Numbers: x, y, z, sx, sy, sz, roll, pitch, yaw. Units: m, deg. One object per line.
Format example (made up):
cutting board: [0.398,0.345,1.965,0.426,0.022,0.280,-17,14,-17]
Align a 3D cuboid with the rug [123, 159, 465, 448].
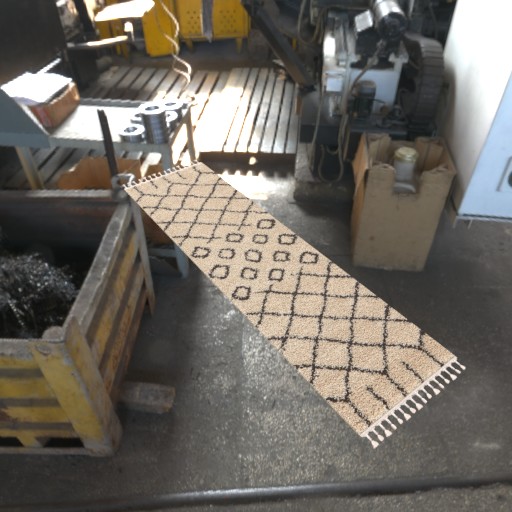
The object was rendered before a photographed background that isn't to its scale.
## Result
rug: [0.000,0.000,2.671,0.660,0.005,2.464,-26,47,-27]
